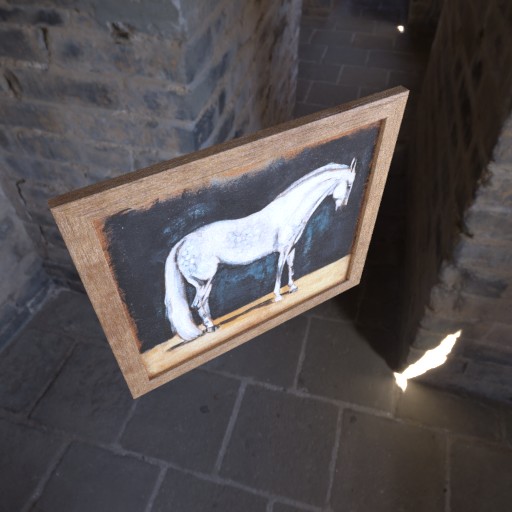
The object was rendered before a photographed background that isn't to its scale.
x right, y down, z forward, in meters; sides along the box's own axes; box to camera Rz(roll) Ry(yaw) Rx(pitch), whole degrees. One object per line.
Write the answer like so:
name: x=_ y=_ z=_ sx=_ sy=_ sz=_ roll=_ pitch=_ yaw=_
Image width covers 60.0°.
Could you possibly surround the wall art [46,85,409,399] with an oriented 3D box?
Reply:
wall art: x=0.000 y=0.000 z=0.966 sx=0.690 sy=0.588 sz=0.026 roll=-24 pitch=51 yaw=-21
